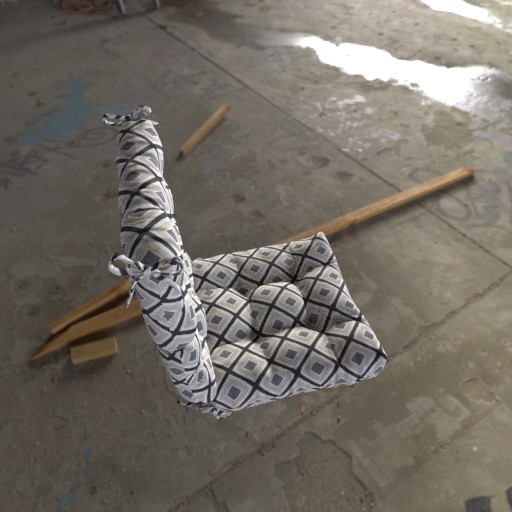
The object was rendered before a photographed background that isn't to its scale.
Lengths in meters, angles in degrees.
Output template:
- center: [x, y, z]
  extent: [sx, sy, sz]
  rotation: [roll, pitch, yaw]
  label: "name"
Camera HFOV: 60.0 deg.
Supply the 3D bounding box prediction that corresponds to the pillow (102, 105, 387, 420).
- center: [0.000, 0.000, 1.050]
  extent: [0.571, 0.605, 0.519]
  rotation: [-10, 47, -10]
  label: "pillow"
